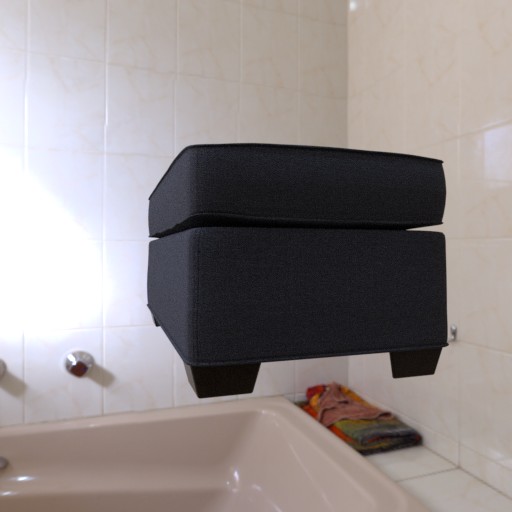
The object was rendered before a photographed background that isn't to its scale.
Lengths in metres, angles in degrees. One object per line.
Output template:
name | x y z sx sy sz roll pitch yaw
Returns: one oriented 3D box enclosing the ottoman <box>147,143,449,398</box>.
ottoman | 0.000 0.000 1.167 0.505 0.453 0.895 0 0 -18
